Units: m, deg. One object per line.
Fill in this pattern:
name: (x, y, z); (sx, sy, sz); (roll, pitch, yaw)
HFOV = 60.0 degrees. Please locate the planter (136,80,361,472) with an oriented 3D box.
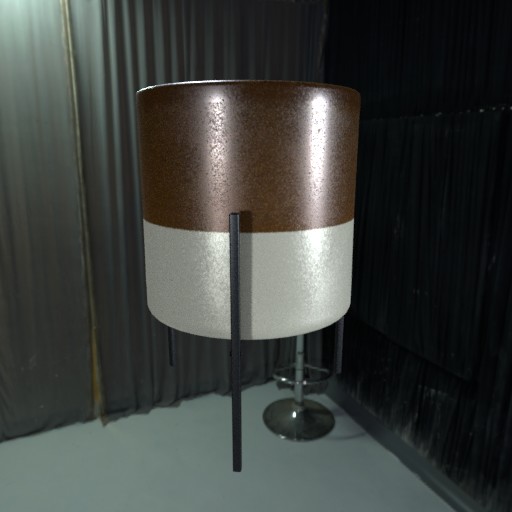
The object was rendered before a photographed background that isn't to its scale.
planter: (0.000, 0.000, 0.548); (0.269, 0.375, 0.255); (-7, 16, -26)
